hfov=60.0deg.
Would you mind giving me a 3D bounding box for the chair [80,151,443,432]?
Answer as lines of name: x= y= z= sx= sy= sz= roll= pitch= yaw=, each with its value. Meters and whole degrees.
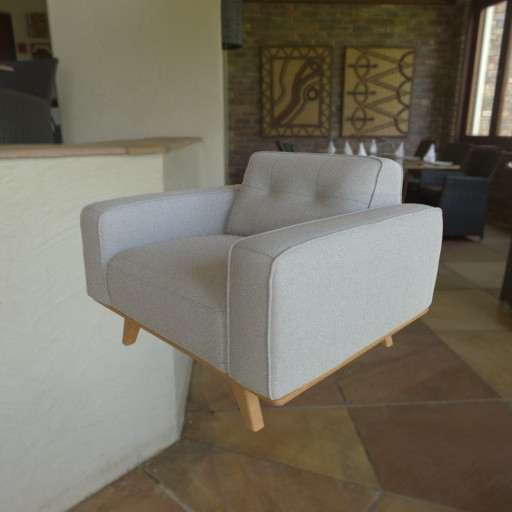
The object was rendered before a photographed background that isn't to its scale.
chair: x=0.000 y=0.000 z=1.762 sx=0.953 sy=0.779 sz=1.115 roll=-15 pitch=22 yaw=-42
